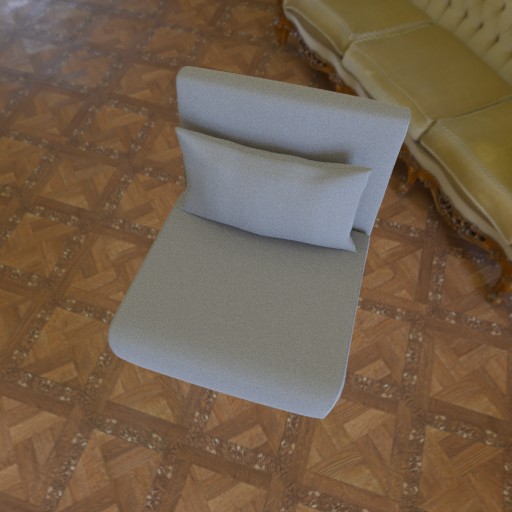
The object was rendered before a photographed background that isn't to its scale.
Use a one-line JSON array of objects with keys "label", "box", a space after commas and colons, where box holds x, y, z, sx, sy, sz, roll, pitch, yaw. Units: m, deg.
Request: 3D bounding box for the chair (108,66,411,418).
[{"label": "chair", "box": [0.000, 0.000, 1.547, 0.770, 0.808, 0.902, 14, 59, 9]}]
